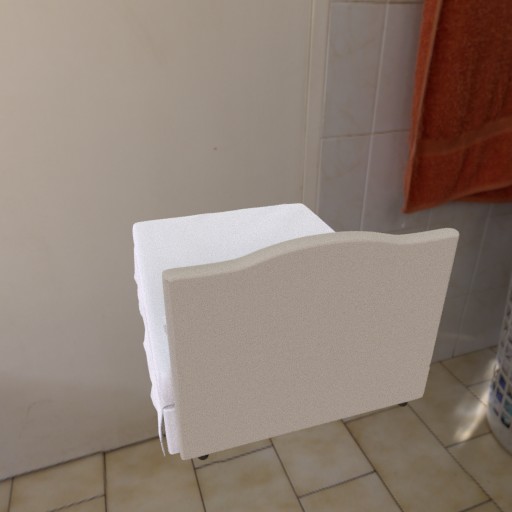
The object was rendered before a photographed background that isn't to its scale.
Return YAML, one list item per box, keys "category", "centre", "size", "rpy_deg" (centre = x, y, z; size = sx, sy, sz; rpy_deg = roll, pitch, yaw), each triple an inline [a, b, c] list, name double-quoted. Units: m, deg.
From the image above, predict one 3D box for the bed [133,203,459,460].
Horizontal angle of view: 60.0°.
- category: "bed"
  centre: [0.000, 0.000, 3.652]
  size: [1.977, 1.437, 2.477]
  rpy_deg: [-8, 29, -15]
